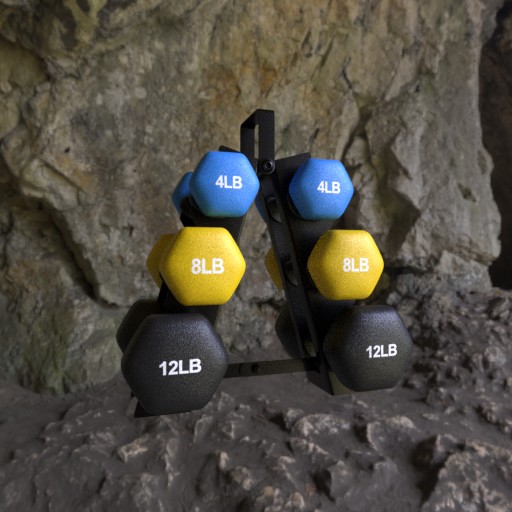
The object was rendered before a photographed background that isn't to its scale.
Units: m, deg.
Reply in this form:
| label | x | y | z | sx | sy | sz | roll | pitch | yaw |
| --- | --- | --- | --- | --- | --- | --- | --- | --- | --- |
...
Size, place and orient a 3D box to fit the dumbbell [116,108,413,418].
| label | x | y | z | sx | sy | sz | roll | pitch | yaw |
| --- | --- | --- | --- | --- | --- | --- | --- | --- | --- |
| dumbbell | 0.000 | 0.000 | 0.683 | 0.409 | 0.426 | 0.255 | 0 | 0 | -18 |
